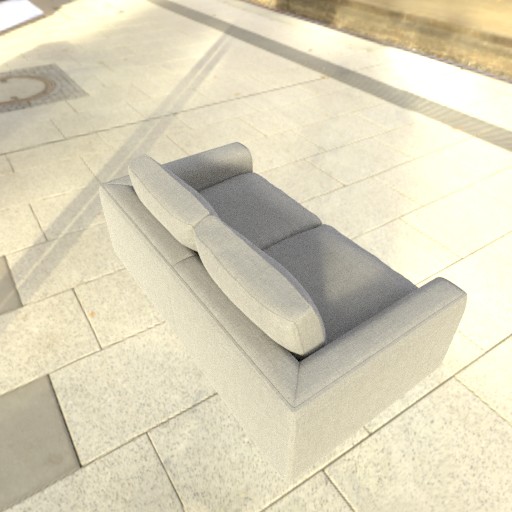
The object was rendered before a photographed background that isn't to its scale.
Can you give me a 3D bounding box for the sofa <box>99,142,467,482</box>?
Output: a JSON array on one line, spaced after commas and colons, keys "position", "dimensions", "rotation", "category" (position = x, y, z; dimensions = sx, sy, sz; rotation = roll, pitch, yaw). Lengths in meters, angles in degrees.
[{"position": [0.000, 0.000, 2.447], "dimensions": [1.069, 0.800, 1.920], "rotation": [-25, 46, -26], "category": "sofa"}]
